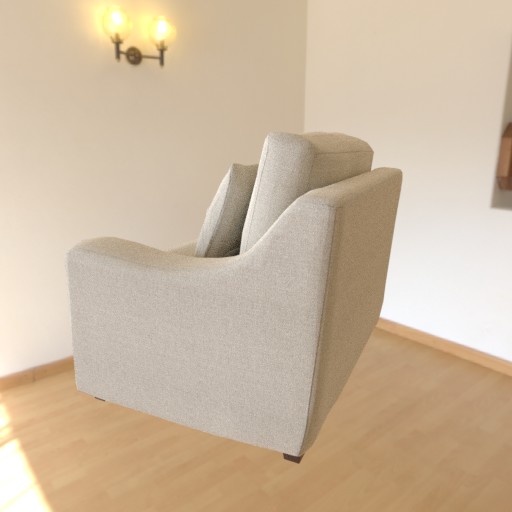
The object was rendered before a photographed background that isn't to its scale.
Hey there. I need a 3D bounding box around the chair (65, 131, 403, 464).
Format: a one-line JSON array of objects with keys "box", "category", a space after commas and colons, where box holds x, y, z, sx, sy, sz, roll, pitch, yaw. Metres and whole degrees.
[{"box": [0.000, 0.000, 1.884, 1.009, 1.016, 1.178, 7, 17, 24], "category": "chair"}]
